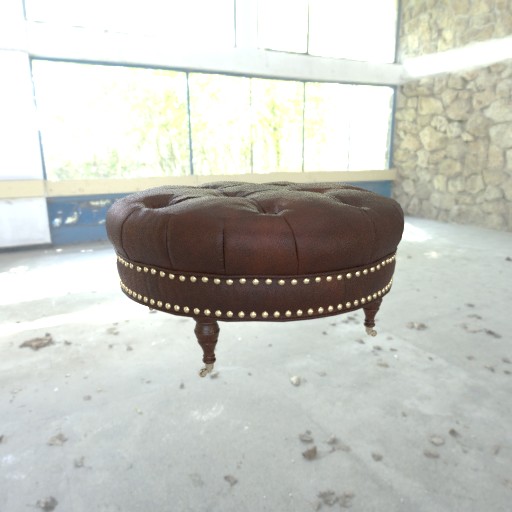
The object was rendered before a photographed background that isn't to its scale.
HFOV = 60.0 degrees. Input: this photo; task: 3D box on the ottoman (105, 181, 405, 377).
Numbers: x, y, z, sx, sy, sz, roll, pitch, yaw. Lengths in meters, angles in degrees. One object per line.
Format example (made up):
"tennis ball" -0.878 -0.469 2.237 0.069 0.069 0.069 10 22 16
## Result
"ottoman" 0.000 0.000 1.421 0.901 0.455 0.901 0 14 0
